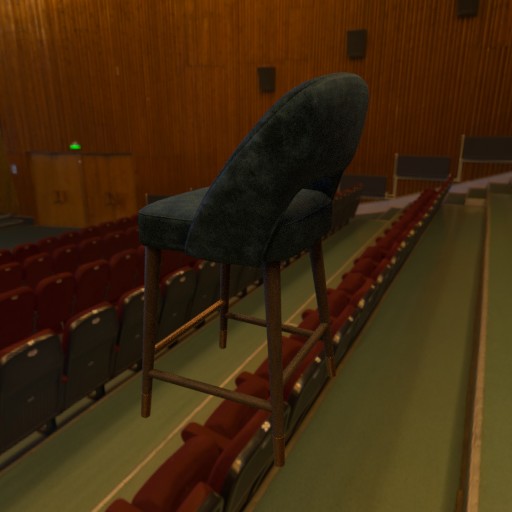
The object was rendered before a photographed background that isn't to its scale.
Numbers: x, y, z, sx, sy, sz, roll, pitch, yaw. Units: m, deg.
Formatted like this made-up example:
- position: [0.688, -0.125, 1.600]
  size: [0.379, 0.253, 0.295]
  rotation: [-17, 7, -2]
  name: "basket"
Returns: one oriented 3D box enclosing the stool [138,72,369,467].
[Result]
- position: [0.000, 0.000, 1.233]
  size: [0.524, 0.925, 0.536]
  rotation: [9, 20, 25]
  name: "stool"
